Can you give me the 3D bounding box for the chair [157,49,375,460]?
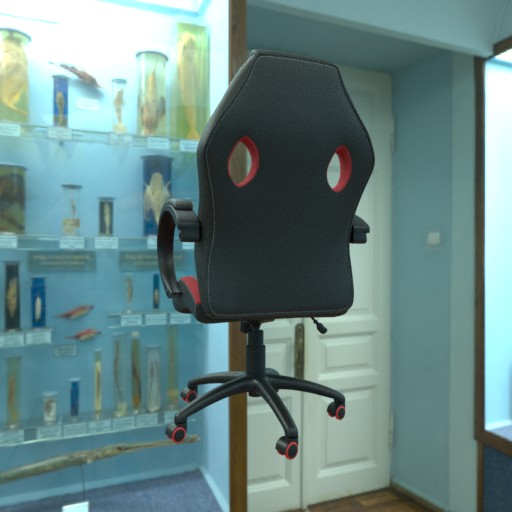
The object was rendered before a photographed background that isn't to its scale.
[{"bbox_3d":[0.000,0.000,1.605,0.673,1.187,0.724,0,0,-19],"label":"chair"}]
